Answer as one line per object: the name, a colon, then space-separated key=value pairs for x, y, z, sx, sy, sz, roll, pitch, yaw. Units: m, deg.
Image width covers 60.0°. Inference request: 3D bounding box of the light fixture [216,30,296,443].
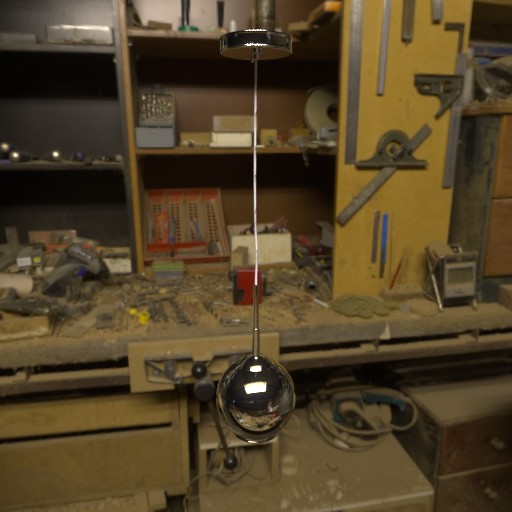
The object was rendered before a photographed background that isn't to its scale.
light fixture: x=0.000 y=0.000 z=1.712 sx=0.336 sy=1.538 sz=0.336 roll=-2 pitch=15 yaw=-9
